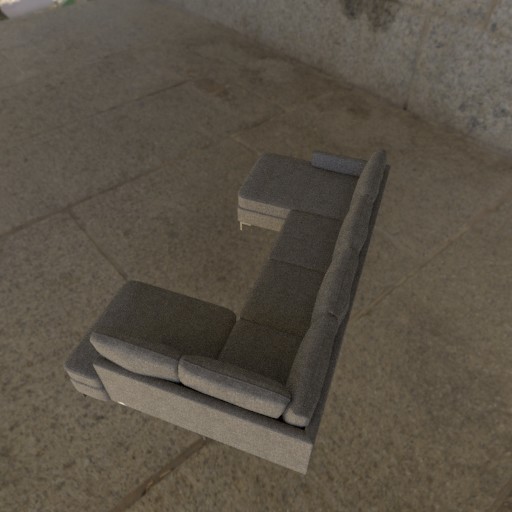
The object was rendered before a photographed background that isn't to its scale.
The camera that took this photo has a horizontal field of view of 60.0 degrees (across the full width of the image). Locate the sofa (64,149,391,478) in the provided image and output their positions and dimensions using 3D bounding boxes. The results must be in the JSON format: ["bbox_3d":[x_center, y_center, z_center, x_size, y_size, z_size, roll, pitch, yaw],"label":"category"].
[{"bbox_3d":[0.000,0.000,4.394,2.048,0.999,3.423,15,49,14],"label":"sofa"}]
